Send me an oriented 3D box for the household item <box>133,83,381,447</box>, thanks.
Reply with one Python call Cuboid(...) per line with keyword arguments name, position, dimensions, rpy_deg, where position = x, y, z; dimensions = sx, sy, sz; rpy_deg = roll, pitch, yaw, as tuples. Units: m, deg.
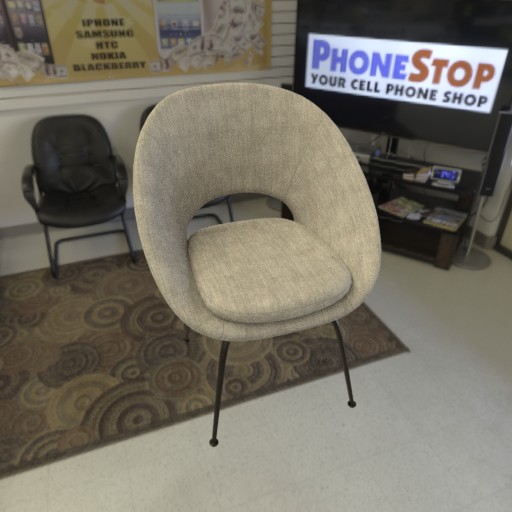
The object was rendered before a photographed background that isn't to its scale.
Cuboid(name="household item", position=(0.000, 0.000, 1.305), dimensions=(0.643, 0.869, 0.587), rpy_deg=(-10, 33, -15))
